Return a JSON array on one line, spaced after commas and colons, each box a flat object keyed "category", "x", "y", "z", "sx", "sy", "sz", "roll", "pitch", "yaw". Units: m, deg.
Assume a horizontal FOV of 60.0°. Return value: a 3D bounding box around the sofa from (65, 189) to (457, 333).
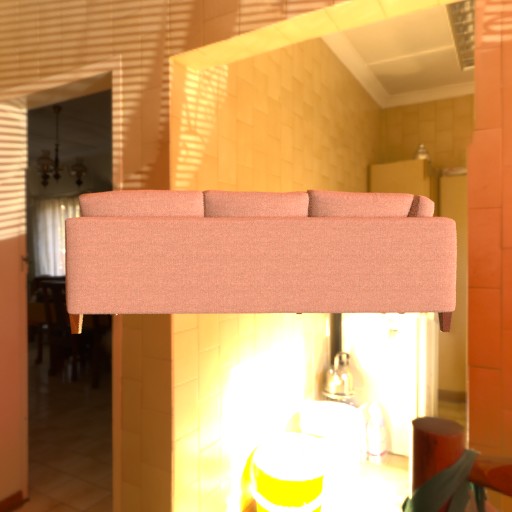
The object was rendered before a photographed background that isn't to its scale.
[{"category": "sofa", "x": 0.000, "y": 0.000, "z": 4.582, "sx": 2.594, "sy": 0.961, "sz": 3.460, "roll": 0, "pitch": 1, "yaw": -1}]
